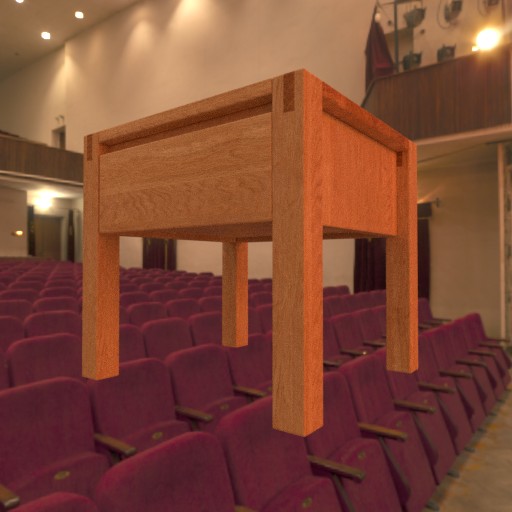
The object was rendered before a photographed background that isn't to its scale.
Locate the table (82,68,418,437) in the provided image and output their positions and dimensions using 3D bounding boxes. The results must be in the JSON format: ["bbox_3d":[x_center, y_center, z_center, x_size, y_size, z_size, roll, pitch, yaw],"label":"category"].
[{"bbox_3d":[0.000,0.000,0.857,0.480,0.450,0.440,-1,-1,37],"label":"table"}]
